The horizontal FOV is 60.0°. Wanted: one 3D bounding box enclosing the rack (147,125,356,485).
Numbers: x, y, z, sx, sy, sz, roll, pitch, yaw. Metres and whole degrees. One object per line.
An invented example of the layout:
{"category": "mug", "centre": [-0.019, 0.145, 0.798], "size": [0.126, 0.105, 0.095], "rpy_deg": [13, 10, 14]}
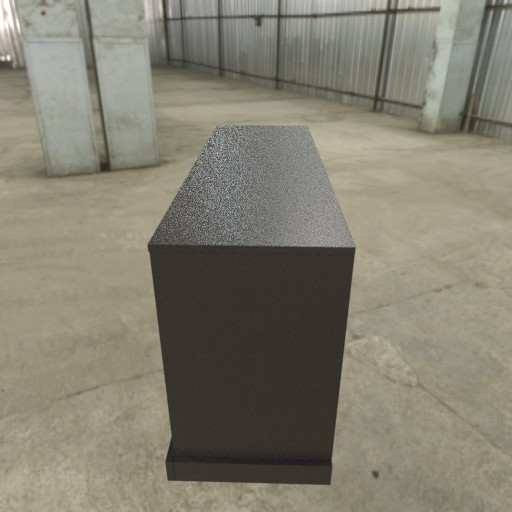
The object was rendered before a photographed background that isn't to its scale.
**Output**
{"category": "rack", "centre": [0.000, 0.000, 1.479], "size": [0.399, 0.635, 1.206], "rpy_deg": [1, 27, 2]}
